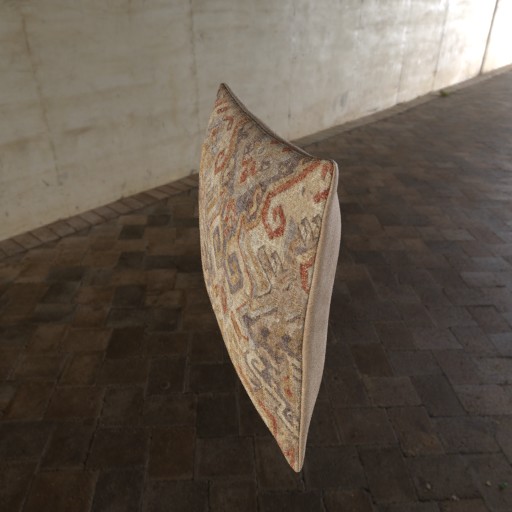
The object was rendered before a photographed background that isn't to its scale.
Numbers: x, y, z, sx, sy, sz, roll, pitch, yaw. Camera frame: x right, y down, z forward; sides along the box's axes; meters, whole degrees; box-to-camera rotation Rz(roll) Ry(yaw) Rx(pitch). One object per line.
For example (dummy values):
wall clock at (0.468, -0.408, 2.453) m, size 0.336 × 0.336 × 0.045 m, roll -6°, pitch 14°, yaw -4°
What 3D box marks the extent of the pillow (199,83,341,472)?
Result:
pillow at (0.000, 0.000, 0.786) m, size 0.166 × 0.506 × 0.523 m, roll -8°, pitch 31°, yaw -14°
